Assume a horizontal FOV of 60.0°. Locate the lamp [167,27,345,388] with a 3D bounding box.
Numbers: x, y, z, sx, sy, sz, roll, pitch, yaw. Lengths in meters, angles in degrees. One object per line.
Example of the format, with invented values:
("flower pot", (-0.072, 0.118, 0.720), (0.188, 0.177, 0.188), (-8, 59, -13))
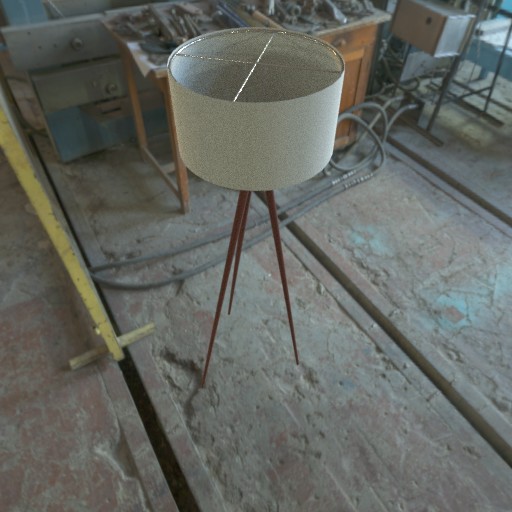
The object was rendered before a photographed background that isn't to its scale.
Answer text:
("lamp", (0.000, 0.000, 1.772), (0.483, 1.553, 0.483), (10, 47, 10))
